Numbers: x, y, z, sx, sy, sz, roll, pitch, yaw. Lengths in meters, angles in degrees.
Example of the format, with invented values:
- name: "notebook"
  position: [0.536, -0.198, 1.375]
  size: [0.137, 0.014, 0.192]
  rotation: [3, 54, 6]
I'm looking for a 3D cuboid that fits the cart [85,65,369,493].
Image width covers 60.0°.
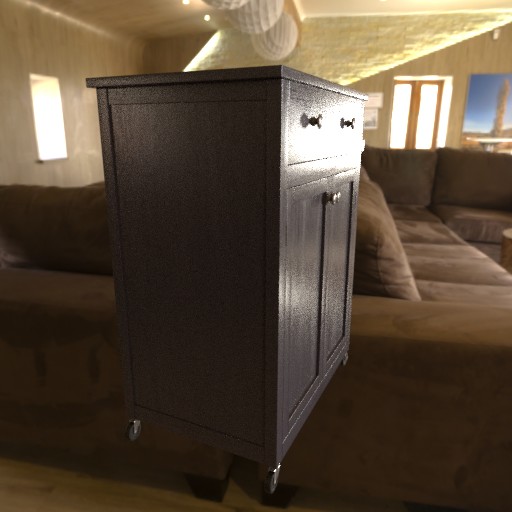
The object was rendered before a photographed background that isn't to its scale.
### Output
- name: "cart"
  position: [0.000, 0.000, 1.233]
  size: [0.449, 0.878, 0.690]
  rotation: [7, 17, 25]
